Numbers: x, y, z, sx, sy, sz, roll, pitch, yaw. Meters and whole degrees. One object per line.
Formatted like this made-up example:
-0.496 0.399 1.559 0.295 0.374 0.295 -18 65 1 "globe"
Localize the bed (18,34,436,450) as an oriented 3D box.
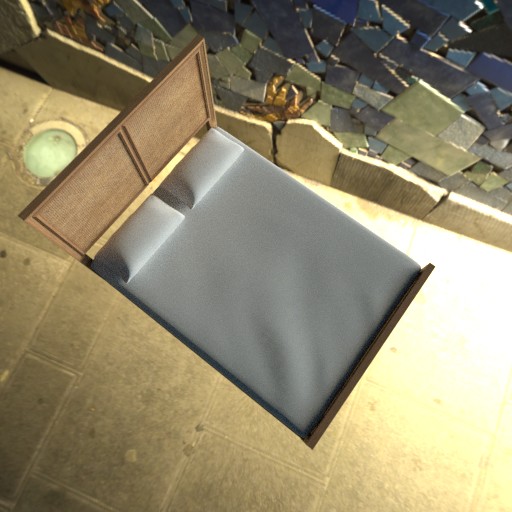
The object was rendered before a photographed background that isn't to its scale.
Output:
0.000 0.000 3.174 2.184 1.387 1.606 36 76 10 "bed"
